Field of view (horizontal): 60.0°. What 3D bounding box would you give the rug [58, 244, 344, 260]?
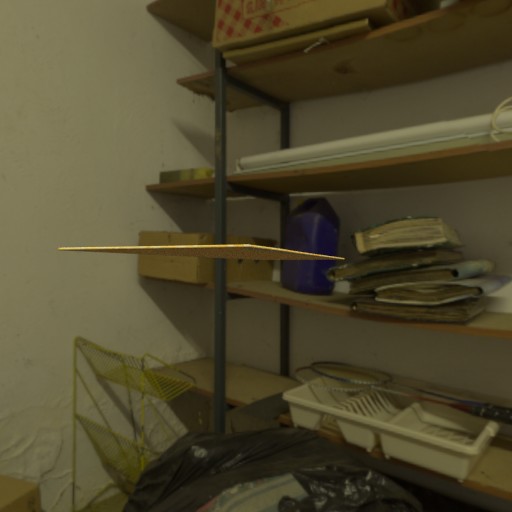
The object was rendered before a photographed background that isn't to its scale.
[{"bbox_3d":[0.000,0.000,2.700,0.775,0.010,2.438,0,-1,18],"label":"rug"}]
